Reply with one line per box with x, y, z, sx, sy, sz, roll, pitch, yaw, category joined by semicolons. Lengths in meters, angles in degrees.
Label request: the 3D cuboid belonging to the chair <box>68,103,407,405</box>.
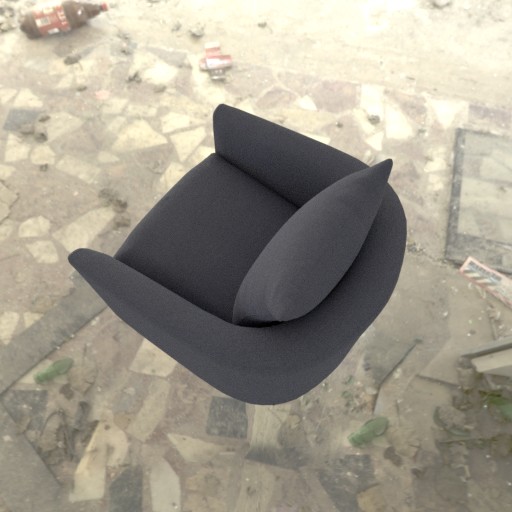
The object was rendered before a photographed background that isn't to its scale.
0.000;0.000;1.570;0.910;0.848;0.845;32;67;15;chair
